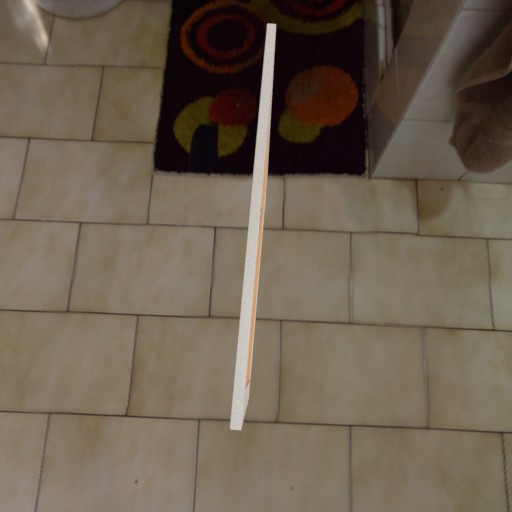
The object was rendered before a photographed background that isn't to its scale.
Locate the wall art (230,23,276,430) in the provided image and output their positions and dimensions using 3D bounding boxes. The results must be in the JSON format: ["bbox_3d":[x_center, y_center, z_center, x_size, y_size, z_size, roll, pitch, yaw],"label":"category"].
[{"bbox_3d":[0.000,0.000,0.871,0.015,0.577,0.572,5,76,1],"label":"wall art"}]
